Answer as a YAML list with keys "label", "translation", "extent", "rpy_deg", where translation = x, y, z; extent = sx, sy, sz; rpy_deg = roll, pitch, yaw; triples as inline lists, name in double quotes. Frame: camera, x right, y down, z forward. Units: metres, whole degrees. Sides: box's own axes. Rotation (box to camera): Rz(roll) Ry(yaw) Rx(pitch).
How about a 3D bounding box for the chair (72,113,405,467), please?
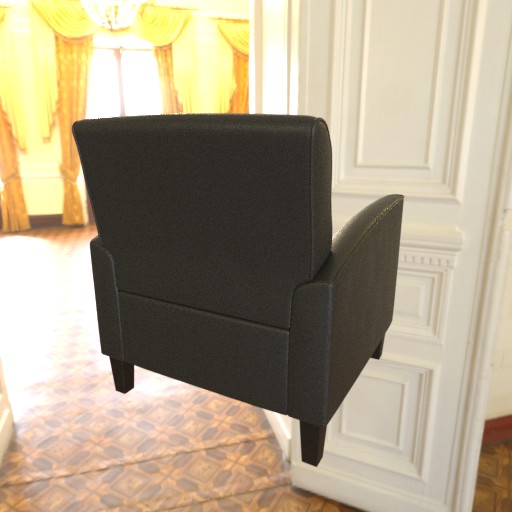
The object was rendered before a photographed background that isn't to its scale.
- label: "chair"
  translation: [0.000, 0.000, 1.527]
  extent: [0.820, 0.916, 0.819]
  rpy_deg: [9, 18, 28]
